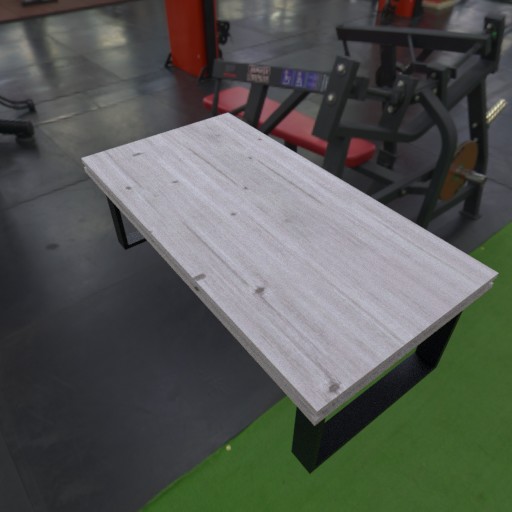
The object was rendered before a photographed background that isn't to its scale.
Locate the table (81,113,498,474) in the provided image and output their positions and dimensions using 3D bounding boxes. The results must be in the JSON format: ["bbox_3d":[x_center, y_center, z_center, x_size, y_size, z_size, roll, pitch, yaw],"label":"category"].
[{"bbox_3d":[0.000,0.000,1.647,0.700,0.450,1.350,-27,48,-27],"label":"table"}]
